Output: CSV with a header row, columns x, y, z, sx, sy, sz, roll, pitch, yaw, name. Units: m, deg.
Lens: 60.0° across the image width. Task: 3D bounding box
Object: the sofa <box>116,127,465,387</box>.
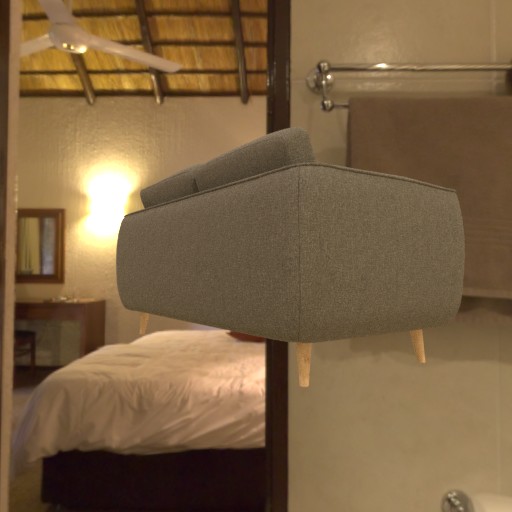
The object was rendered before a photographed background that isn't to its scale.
x,y,z,sx,sy,sz,roll,pitch,yaw,name
0.000,0.000,2.168,0.920,0.870,1.700,1,-2,-35,sofa
